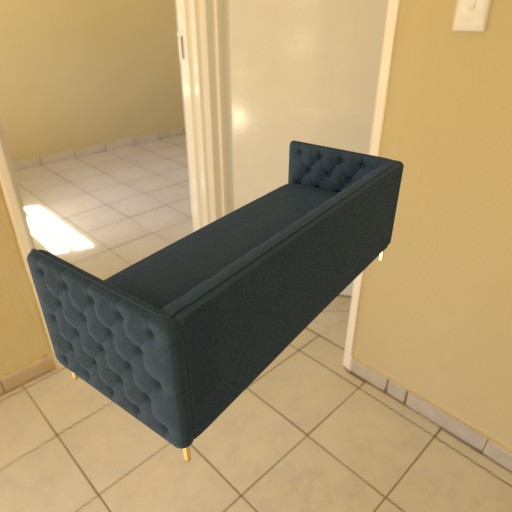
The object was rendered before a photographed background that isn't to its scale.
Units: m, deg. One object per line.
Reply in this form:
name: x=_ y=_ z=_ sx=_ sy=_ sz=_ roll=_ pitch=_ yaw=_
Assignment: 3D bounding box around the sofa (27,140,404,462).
sofa: x=0.000 y=0.000 z=2.602 sx=0.895 sy=0.771 sz=2.209 roll=20 pitch=36 yaw=31
